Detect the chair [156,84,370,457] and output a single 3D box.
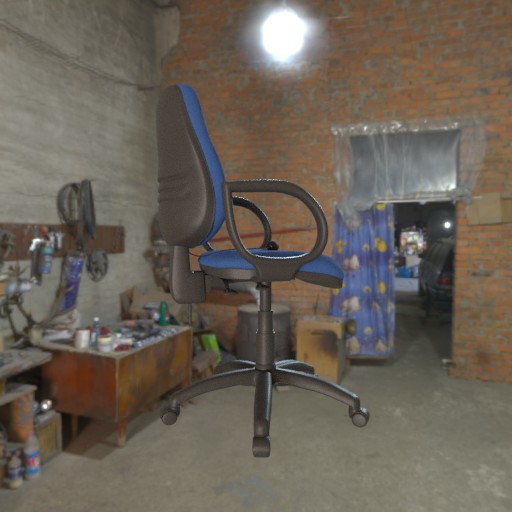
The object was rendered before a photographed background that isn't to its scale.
[{"bbox_3d":[0.000,0.000,1.260,0.549,0.905,0.552,-1,2,-17],"label":"chair"}]
